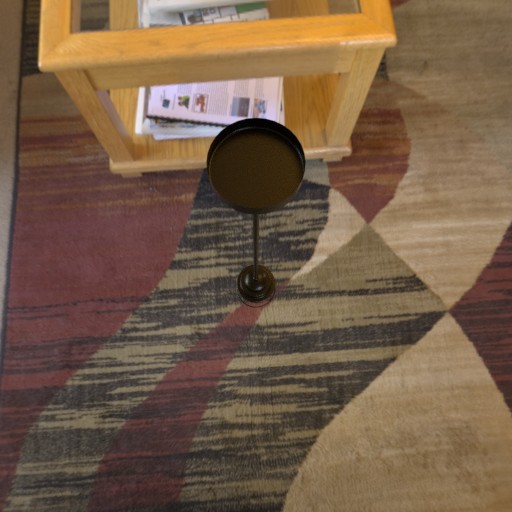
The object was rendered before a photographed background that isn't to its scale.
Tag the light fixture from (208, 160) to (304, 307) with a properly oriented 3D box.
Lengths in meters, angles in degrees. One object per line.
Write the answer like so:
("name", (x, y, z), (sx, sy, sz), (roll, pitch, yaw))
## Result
("light fixture", (0.000, 0.000, 0.995), (0.123, 0.920, 0.123), (-22, 76, -6))
